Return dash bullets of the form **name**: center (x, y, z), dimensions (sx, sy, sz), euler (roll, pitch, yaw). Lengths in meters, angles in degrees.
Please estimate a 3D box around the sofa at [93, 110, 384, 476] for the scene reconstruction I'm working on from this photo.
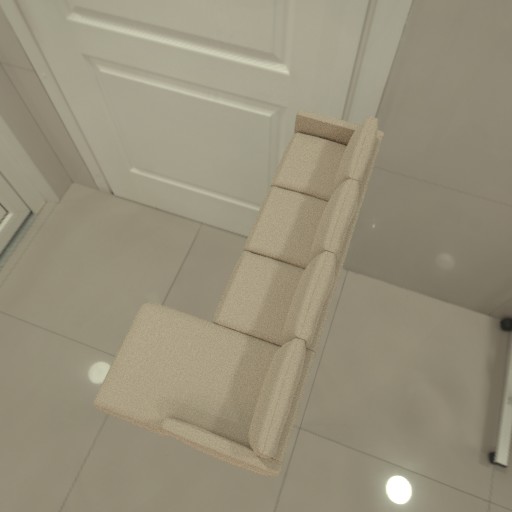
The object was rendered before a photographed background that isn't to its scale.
- **sofa**: center (0.000, 0.000, 3.293), dimensions (1.258, 0.755, 2.731), euler (18, 64, 9)
